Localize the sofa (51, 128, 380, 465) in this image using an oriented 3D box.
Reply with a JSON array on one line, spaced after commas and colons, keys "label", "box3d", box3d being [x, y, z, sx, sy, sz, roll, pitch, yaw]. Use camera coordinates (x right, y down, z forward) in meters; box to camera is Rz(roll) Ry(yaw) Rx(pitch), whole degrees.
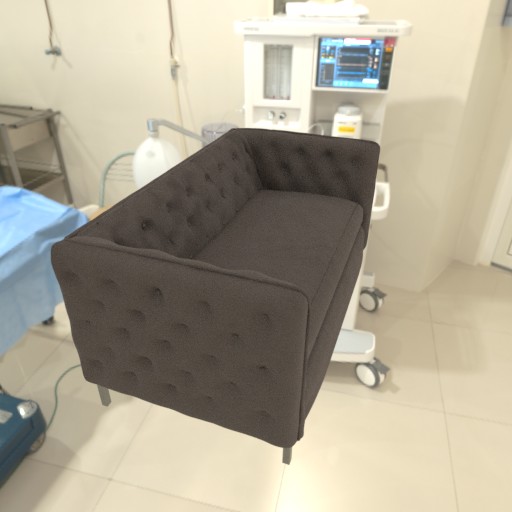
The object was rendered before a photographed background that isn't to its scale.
[{"label": "sofa", "box3d": [0.000, 0.000, 2.128, 0.909, 0.810, 1.583, 11, 33, 18]}]
